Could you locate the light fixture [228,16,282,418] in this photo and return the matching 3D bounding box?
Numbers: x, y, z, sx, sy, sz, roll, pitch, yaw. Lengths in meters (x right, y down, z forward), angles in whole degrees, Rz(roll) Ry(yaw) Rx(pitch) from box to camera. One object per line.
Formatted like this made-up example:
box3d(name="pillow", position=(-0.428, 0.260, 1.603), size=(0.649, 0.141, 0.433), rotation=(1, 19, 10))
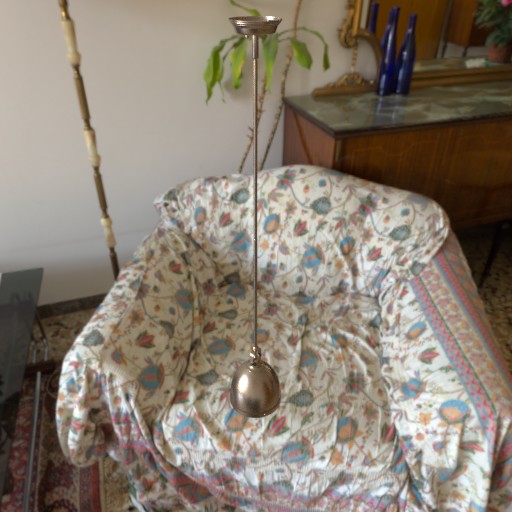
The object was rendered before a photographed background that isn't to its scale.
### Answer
box3d(name="light fixture", position=(0.000, 0.000, 1.443), size=(0.211, 1.367, 0.217), rotation=(21, 39, 29))
